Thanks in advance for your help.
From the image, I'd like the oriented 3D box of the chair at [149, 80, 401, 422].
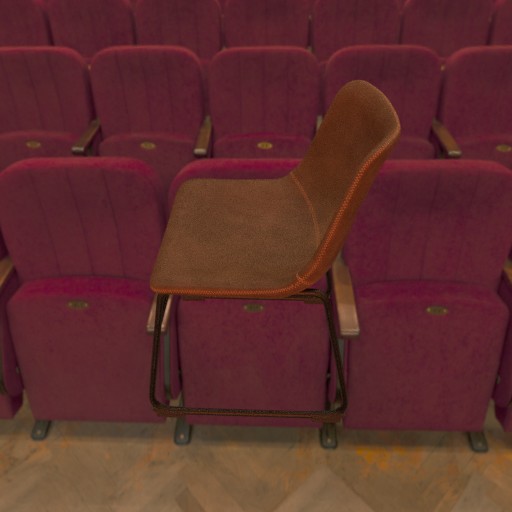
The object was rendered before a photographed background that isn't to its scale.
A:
[{"bbox_3d":[0.000,0.000,1.124,0.551,0.780,0.460,1,41,1],"label":"chair"}]
